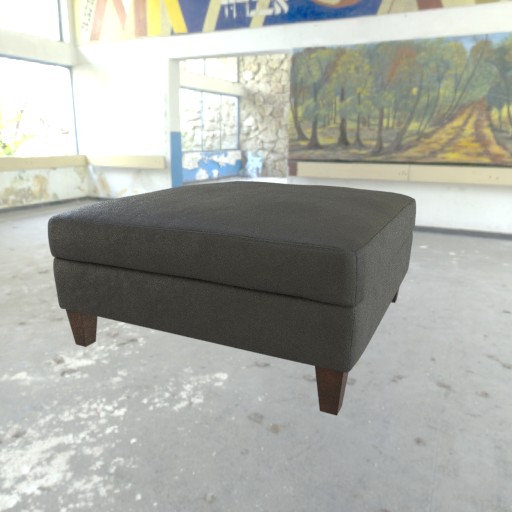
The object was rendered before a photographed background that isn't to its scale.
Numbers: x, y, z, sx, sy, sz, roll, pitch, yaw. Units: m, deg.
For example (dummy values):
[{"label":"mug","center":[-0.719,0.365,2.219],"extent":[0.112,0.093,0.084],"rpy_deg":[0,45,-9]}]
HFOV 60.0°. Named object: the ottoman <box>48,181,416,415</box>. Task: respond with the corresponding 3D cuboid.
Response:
[{"label":"ottoman","center":[0.000,0.000,1.354],"extent":[0.836,0.415,0.844],"rpy_deg":[7,17,25]}]
